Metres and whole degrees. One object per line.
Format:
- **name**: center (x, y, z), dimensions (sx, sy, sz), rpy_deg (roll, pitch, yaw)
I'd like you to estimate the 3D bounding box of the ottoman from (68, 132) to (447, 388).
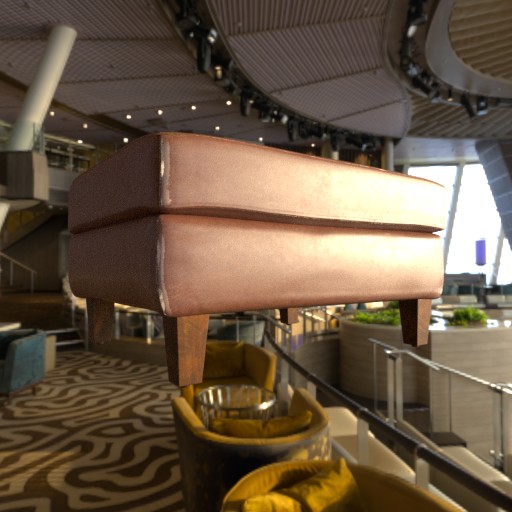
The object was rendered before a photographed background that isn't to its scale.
- **ottoman**: center (0.000, 0.000, 1.203), dimensions (0.851, 0.485, 0.650), rpy_deg (1, -2, -35)
